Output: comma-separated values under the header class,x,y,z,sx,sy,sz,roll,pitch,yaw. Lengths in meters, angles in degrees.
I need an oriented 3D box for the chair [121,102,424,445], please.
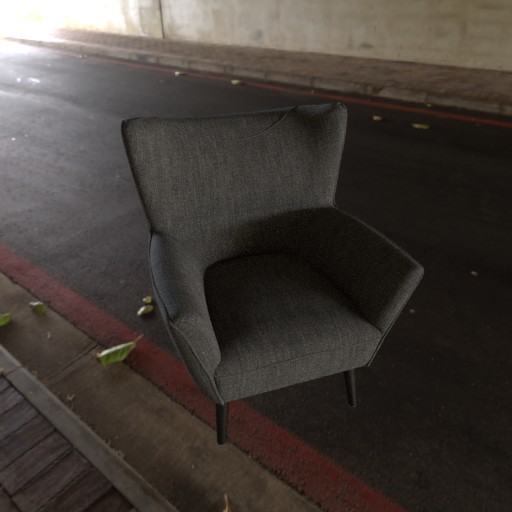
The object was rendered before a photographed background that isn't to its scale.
class,x,y,z,sx,sy,sz,roll,pitch,yaw
chair,0.000,0.000,1.585,0.781,0.933,0.888,-10,33,-16
